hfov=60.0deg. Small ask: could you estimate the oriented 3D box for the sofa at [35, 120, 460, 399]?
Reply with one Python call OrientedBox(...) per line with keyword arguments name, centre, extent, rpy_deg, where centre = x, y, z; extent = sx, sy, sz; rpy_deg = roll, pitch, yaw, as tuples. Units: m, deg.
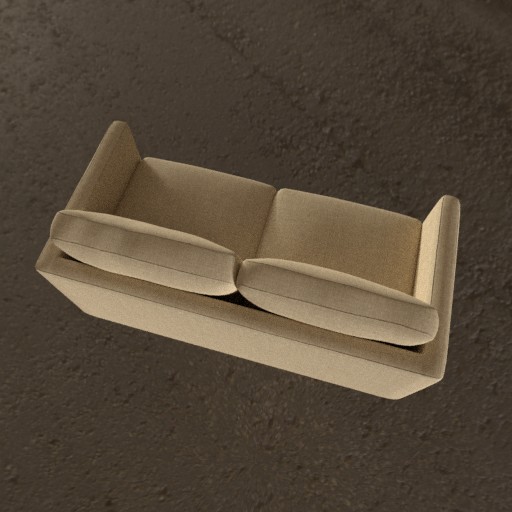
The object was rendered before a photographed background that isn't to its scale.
OrientedBox(name="sofa", centre=(0.000, 0.000, 2.354), extent=(1.884, 0.963, 0.950), rpy_deg=(14, 66, 7))
